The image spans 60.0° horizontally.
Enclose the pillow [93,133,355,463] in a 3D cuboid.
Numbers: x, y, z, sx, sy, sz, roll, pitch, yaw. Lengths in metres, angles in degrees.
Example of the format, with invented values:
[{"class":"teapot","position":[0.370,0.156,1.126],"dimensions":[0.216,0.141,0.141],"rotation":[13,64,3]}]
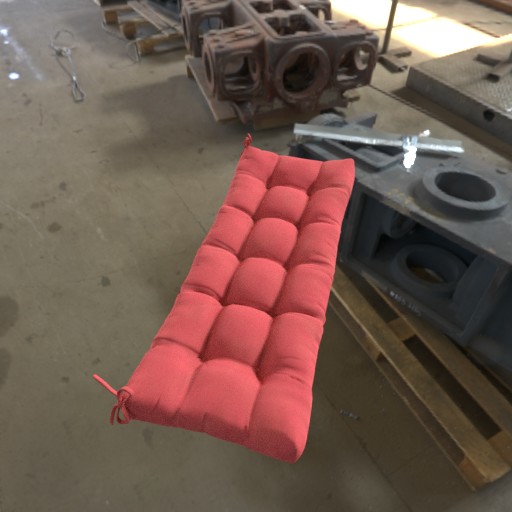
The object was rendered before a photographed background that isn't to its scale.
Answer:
[{"class":"pillow","position":[0.000,0.000,1.390],"dimensions":[0.511,0.174,1.194],"rotation":[11,48,10]}]
